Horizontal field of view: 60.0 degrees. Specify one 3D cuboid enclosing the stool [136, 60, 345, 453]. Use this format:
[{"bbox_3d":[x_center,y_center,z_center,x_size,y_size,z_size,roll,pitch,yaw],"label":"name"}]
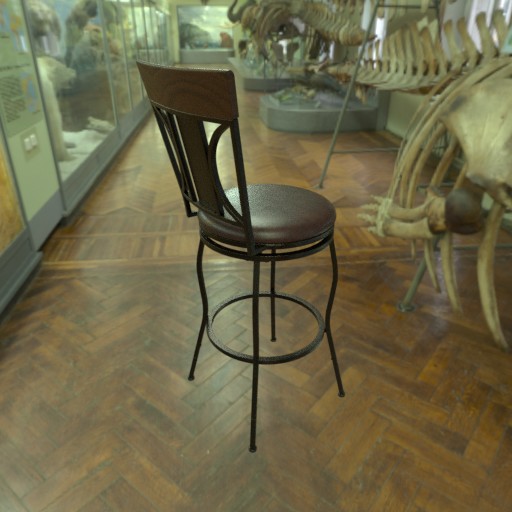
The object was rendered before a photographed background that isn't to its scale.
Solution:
[{"bbox_3d":[0.000,0.000,1.400,0.513,1.130,0.448,-18,32,-32],"label":"stool"}]
